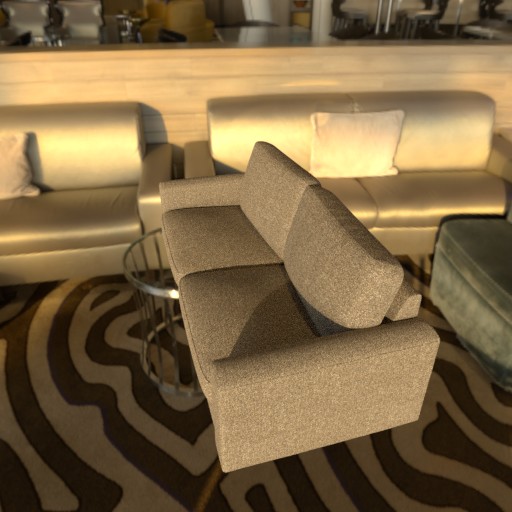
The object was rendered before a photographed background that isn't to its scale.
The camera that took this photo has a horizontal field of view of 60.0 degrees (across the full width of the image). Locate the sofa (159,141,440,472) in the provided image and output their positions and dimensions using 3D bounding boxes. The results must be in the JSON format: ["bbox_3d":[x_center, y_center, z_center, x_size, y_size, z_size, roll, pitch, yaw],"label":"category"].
[{"bbox_3d":[0.000,0.000,2.723,1.016,0.873,2.179,-9,32,-14],"label":"sofa"}]
